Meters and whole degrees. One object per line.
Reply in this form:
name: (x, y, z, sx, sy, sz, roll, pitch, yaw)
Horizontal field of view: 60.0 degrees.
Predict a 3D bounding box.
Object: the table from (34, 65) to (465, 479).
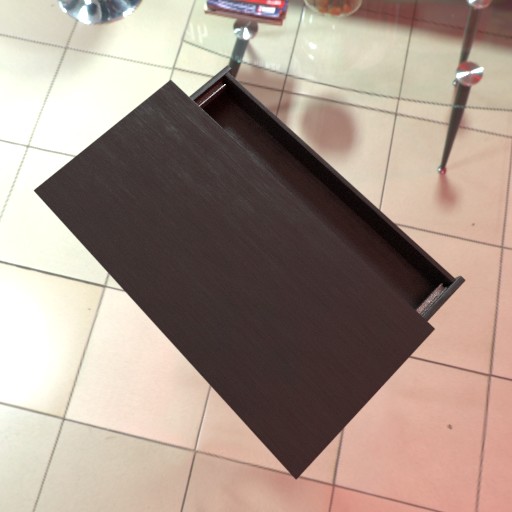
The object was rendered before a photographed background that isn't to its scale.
table: (0.000, 0.000, 1.449, 0.712, 0.570, 1.000, -43, 80, -10)
